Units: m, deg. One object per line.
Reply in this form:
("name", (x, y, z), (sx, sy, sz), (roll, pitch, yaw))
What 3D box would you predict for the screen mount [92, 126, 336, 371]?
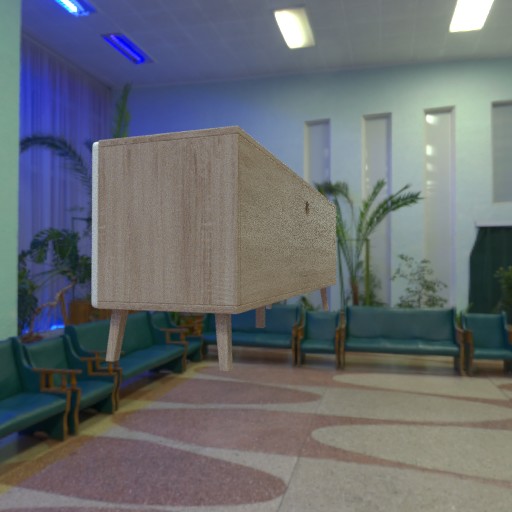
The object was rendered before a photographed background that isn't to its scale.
("screen mount", (0.000, 0.000, 1.783), (0.420, 0.570, 1.500), (0, -1, 19))
